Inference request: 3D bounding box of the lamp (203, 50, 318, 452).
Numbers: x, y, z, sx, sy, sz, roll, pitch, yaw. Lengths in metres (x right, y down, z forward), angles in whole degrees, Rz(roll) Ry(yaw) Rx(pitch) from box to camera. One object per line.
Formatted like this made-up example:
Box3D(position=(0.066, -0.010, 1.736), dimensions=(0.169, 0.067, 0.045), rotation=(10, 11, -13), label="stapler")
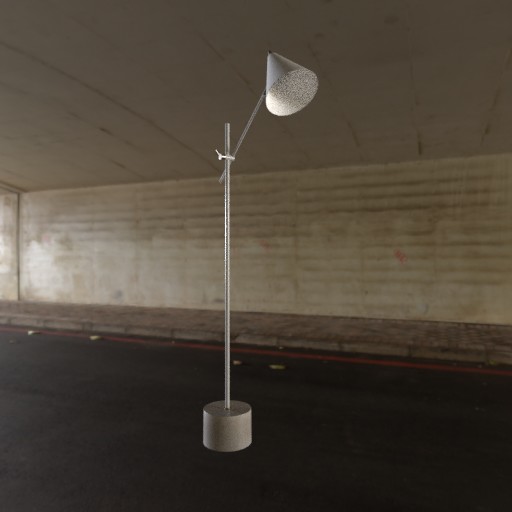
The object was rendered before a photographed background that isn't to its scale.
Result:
Box3D(position=(0.000, 0.000, 1.590), dimensions=(0.223, 1.430, 0.508), rotation=(0, 0, -36), label="lamp")
